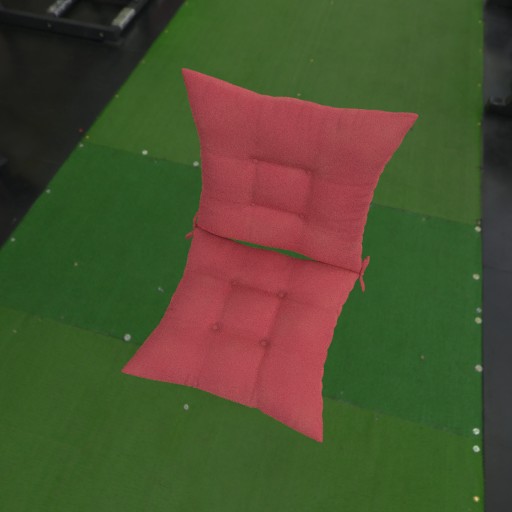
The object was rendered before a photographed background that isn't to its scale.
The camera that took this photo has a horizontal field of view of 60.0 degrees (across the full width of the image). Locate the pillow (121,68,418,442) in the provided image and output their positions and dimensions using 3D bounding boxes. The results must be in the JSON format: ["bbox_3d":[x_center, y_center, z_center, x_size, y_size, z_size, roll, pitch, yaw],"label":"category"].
[{"bbox_3d":[0.000,0.000,1.003,0.541,0.536,0.585,16,58,10],"label":"pillow"}]
